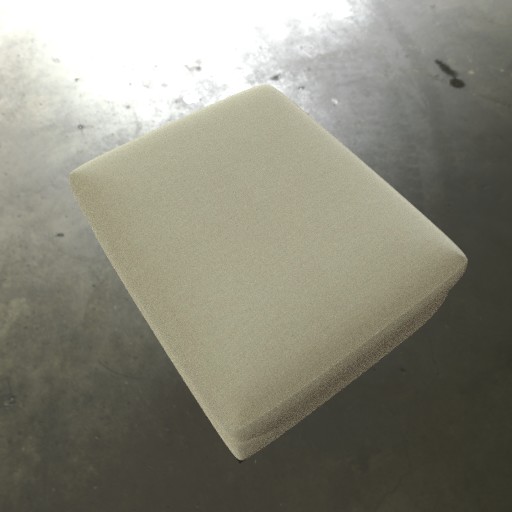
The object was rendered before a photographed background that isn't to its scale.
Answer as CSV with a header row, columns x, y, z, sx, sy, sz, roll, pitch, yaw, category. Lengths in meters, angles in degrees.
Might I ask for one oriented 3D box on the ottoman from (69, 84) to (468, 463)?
x,y,z,sx,sy,sz,roll,pitch,yaw,category
0.000,0.000,1.193,0.657,0.453,0.794,-31,63,-18,ottoman
